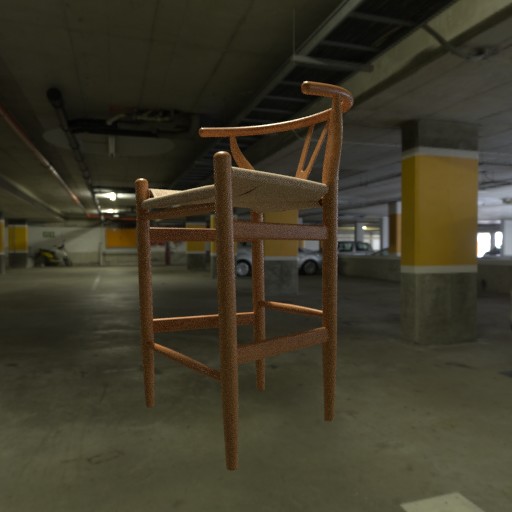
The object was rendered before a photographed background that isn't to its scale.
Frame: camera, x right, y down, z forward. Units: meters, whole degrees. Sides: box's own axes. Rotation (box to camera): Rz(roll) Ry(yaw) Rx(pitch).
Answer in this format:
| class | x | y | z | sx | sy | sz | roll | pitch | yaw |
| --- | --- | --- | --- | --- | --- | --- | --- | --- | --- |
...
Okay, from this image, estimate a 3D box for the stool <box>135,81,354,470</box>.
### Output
| class | x | y | z | sx | sy | sz | roll | pitch | yaw |
| --- | --- | --- | --- | --- | --- | --- | --- | --- | --- |
| stool | 0.000 | 0.000 | 1.362 | 0.579 | 0.970 | 0.569 | -1 | 1 | -36 |
